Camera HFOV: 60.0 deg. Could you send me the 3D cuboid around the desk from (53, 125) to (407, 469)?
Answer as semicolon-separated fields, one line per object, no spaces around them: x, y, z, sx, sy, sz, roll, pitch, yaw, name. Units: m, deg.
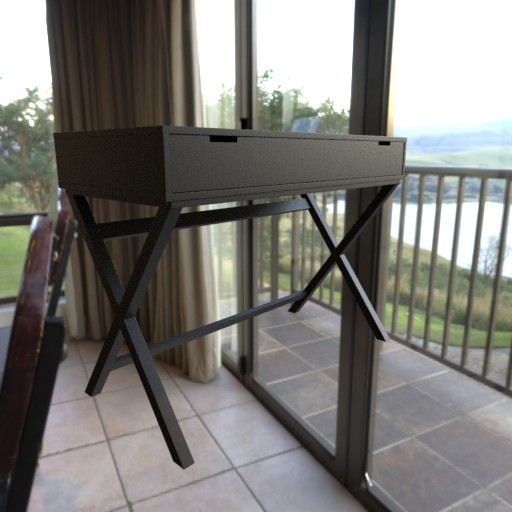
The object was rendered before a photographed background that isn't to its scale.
0.000;0.000;1.487;0.504;0.780;1.057;12;18;42;desk
